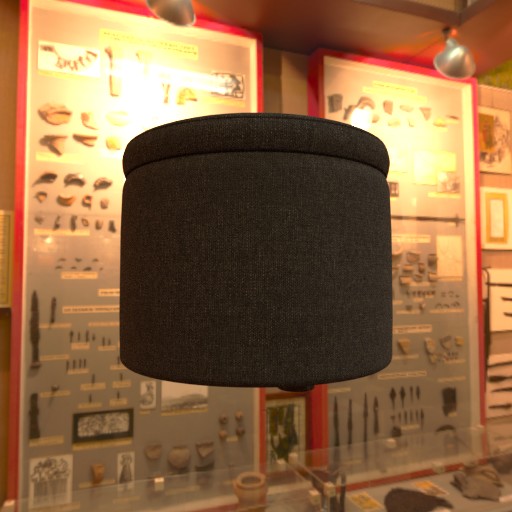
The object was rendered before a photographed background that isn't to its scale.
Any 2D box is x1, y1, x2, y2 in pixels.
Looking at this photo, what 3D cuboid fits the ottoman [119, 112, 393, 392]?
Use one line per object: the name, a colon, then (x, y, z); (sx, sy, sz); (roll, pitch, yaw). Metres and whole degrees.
ottoman: (0.000, 0.000, 0.887); (0.520, 0.430, 0.520); (0, -3, 0)
